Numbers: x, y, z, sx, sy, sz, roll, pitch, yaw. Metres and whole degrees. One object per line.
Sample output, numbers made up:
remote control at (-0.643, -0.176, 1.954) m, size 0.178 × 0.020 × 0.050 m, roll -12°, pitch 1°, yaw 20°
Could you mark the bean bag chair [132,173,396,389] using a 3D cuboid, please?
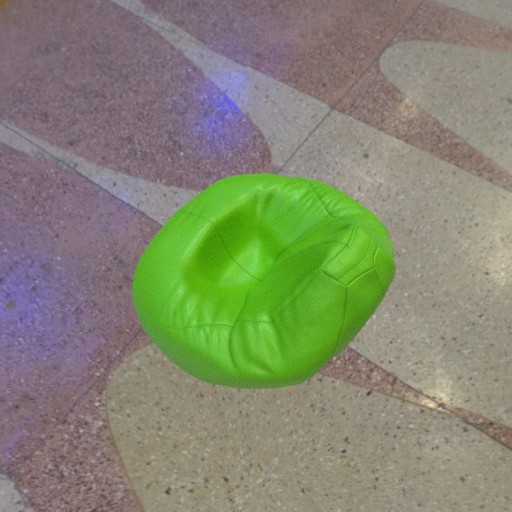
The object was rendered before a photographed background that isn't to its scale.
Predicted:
bean bag chair at (0.000, 0.000, 1.905) m, size 1.070 × 0.990 × 1.070 m, roll 35°, pitch 68°, yaw 17°
